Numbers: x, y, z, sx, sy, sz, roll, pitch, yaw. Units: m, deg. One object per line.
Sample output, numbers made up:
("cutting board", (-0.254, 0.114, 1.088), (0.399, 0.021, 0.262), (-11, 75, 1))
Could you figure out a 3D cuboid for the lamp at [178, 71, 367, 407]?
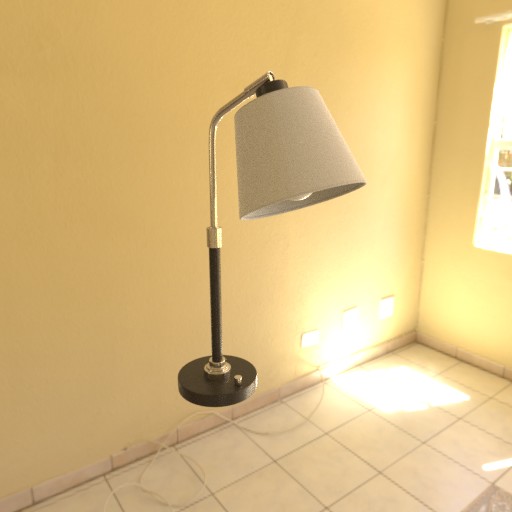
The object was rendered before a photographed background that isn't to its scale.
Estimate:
("lamp", (0.000, 0.000, 0.700), (0.348, 0.539, 0.181), (14, 20, 42))
